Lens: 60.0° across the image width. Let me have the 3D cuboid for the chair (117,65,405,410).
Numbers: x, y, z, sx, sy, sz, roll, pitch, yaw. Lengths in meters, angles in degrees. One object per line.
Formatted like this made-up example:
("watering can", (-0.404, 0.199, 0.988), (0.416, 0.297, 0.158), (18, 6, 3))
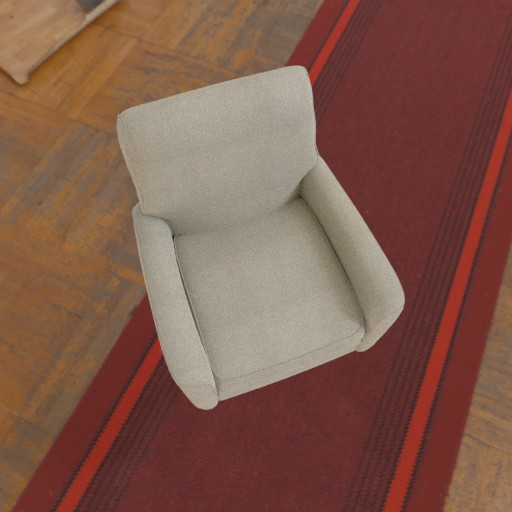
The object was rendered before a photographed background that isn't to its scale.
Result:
("chair", (0.000, 0.000, 1.682), (0.850, 1.006, 0.853), (-18, 65, -9))
